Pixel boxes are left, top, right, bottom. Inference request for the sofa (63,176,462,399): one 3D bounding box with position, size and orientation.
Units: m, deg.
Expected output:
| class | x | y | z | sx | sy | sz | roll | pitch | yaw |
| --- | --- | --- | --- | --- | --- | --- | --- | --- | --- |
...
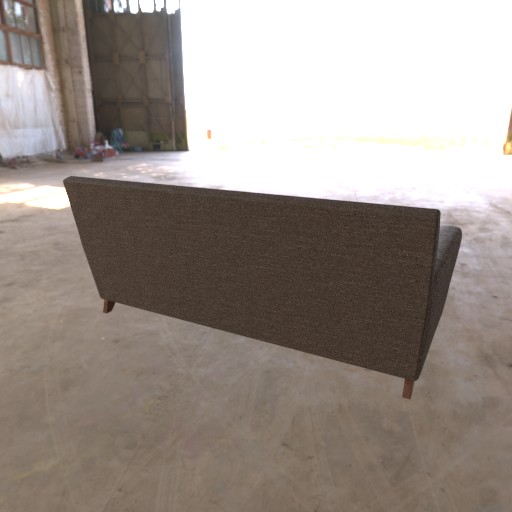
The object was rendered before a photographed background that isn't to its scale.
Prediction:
| class | x | y | z | sx | sy | sz | roll | pitch | yaw |
| --- | --- | --- | --- | --- | --- | --- | --- | --- | --- |
| sofa | 0.000 | 0.000 | 2.438 | 1.976 | 0.846 | 0.875 | 9 | 20 | 27 |
